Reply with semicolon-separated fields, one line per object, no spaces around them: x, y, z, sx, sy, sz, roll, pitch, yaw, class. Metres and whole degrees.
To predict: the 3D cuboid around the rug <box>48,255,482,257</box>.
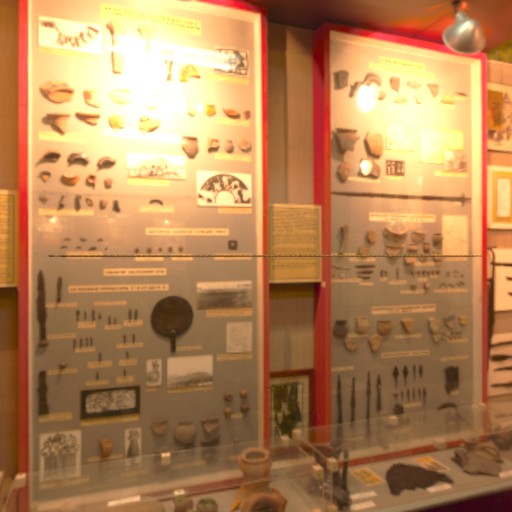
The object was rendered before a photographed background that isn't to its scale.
0.000;0.000;3.041;2.435;0.010;1.544;0;0;-18;rug
